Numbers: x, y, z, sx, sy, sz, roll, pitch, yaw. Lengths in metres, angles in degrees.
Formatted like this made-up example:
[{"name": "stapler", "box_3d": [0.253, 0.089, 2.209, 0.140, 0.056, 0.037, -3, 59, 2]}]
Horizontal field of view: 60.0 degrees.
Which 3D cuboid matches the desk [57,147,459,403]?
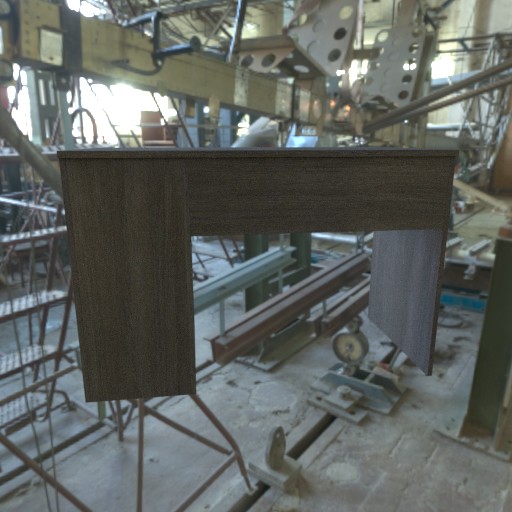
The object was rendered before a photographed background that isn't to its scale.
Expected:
[{"name": "desk", "box_3d": [0.000, 0.000, 1.548, 1.096, 0.730, 0.560, -2, 15, -8]}]
